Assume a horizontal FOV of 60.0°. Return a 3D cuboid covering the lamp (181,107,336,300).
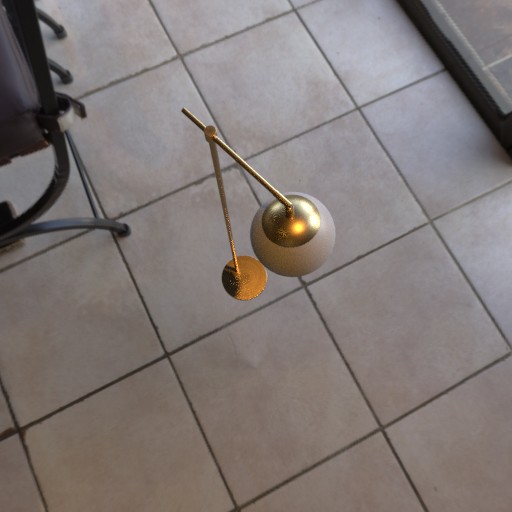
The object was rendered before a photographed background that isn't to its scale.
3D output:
[{"bbox_3d":[0.000,0.000,1.710,0.476,1.505,0.249,44,80,10],"label":"lamp"}]
